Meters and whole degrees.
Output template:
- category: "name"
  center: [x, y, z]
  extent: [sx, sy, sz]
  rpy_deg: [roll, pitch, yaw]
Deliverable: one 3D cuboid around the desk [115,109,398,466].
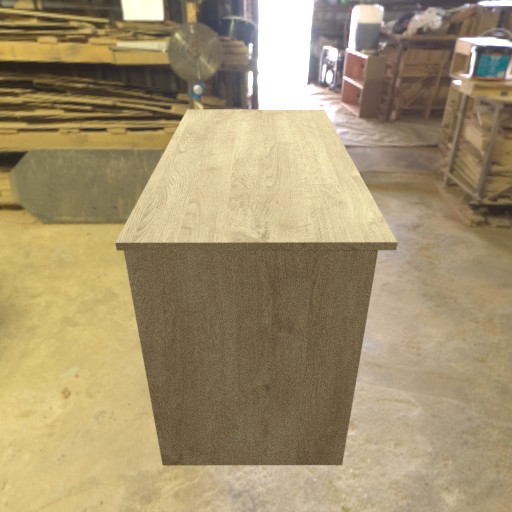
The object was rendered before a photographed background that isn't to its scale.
- category: "desk"
  center: [0.000, 0.000, 1.538]
  extent: [0.560, 0.735, 1.097]
  rpy_deg: [0, 31, 0]
